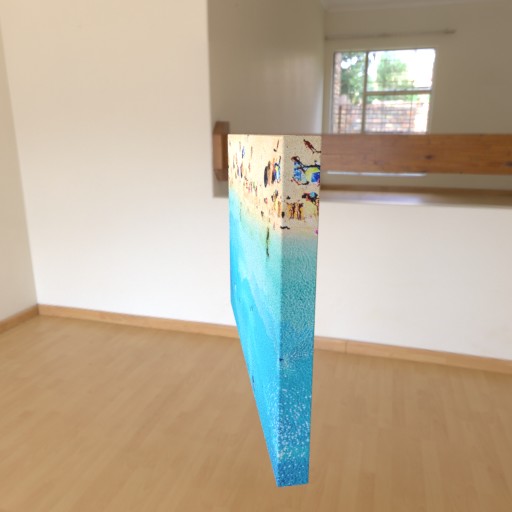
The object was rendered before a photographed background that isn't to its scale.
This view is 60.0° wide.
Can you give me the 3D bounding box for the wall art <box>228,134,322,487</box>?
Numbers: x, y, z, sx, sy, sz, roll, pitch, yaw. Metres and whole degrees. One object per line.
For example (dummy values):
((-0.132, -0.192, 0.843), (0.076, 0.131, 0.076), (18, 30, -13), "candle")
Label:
((0.000, 0.000, 1.126), (0.057, 0.595, 0.894), (-2, 16, -8), "wall art")
